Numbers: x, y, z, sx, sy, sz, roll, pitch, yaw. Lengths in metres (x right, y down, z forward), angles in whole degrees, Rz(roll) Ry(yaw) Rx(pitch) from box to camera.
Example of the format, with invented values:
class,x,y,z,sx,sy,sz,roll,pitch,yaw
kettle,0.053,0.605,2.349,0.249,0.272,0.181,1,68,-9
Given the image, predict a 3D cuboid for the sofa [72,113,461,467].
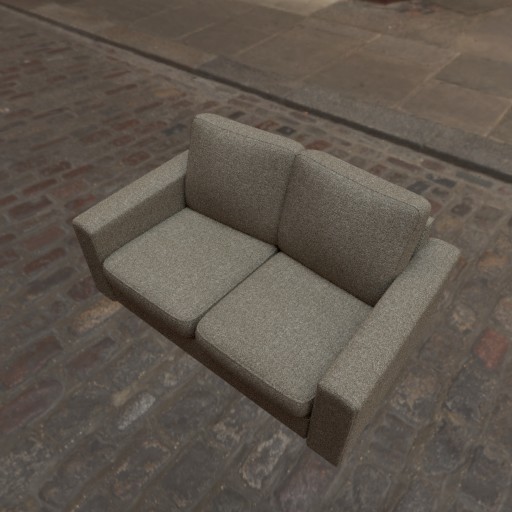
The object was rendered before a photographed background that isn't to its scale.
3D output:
class,x,y,z,sx,sy,sz,roll,pitch,yaw
sofa,0.000,0.000,2.185,1.616,0.873,1.016,29,52,26
